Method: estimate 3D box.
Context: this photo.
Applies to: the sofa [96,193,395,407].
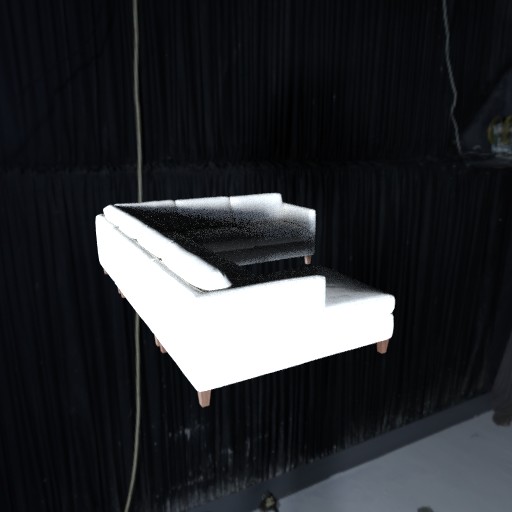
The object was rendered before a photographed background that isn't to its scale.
[{"bbox_3d":[0.000,0.000,4.450,2.551,0.853,3.238,-8,17,-28],"label":"sofa"}]
